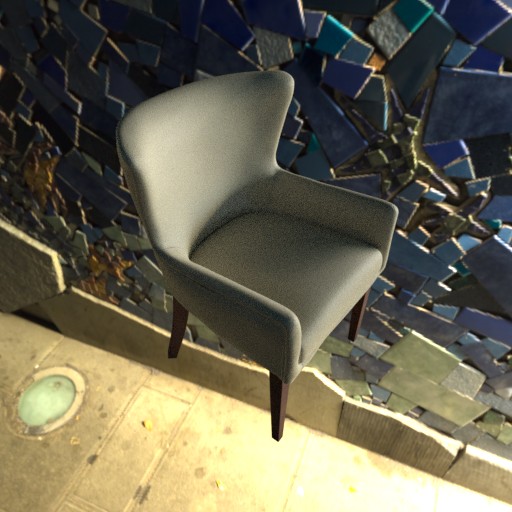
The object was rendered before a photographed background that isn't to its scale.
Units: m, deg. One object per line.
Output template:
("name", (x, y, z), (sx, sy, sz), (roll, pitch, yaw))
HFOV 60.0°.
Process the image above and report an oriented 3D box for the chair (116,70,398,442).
("chair", (0.000, 0.000, 1.448), (0.686, 0.952, 0.660), (27, 49, 27))
